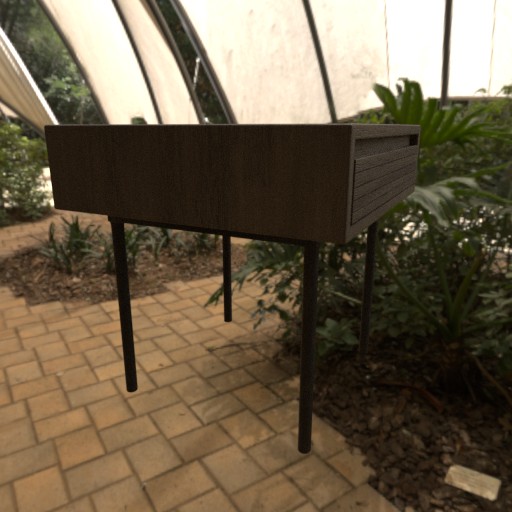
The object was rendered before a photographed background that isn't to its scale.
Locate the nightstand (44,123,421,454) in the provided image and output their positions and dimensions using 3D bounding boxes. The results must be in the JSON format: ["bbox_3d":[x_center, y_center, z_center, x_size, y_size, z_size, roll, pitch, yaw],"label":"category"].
[{"bbox_3d":[0.000,0.000,0.876,0.503,0.497,0.502,8,18,27],"label":"nightstand"}]
